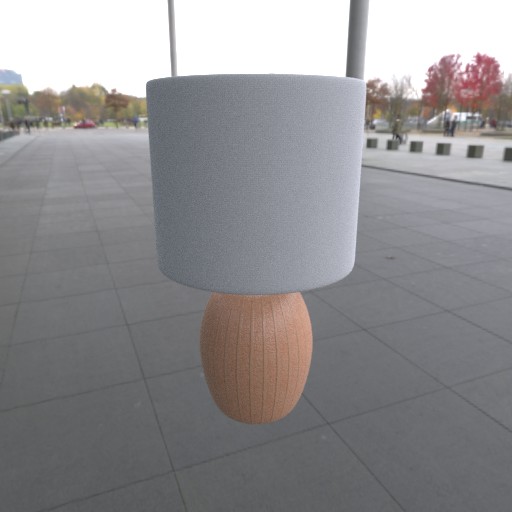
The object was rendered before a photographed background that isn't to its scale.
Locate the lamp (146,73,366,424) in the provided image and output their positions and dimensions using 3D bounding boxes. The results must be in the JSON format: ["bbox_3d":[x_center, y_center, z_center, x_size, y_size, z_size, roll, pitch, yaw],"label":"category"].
[{"bbox_3d":[0.000,0.000,0.756,0.329,0.570,0.329,0,17,0],"label":"lamp"}]
